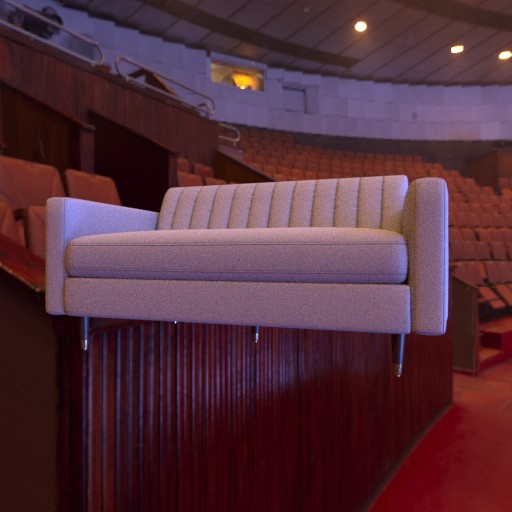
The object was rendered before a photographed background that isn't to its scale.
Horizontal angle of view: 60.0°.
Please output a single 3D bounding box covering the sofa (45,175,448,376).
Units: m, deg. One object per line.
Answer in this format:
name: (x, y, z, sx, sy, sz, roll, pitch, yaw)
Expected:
sofa: (0.000, 0.000, 2.051, 1.585, 0.801, 0.950, 0, 0, 19)
